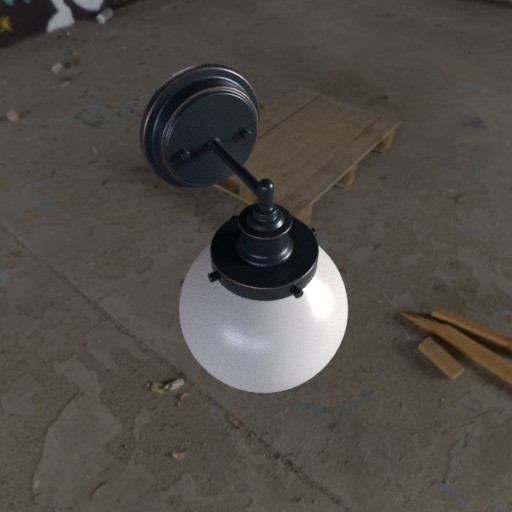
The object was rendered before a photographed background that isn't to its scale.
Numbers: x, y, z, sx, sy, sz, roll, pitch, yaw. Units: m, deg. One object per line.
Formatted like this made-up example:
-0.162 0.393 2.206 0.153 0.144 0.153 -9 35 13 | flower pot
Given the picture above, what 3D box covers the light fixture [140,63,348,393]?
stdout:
0.000 0.000 0.483 0.197 0.332 0.230 -24 51 -21 | light fixture
